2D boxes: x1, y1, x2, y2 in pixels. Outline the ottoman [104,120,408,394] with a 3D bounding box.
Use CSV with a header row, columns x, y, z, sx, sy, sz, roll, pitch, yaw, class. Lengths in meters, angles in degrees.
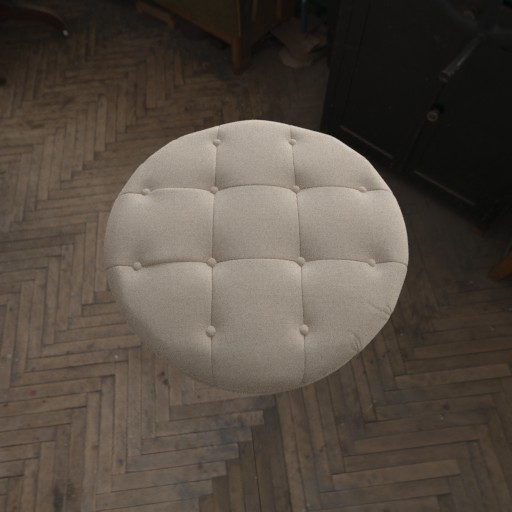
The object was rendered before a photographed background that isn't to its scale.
x,y,z,sx,sy,sz,roll,pitch,yaw,class
0.000,0.000,1.518,0.940,0.483,0.940,0,63,0,ottoman
